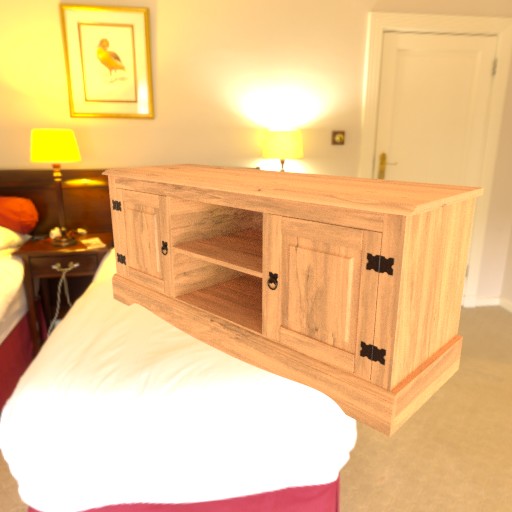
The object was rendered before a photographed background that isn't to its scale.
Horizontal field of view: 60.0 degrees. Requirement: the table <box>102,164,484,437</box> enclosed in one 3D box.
[{"bbox_3d":[0.000,0.000,1.442,1.200,0.510,0.400,15,21,42],"label":"table"}]
